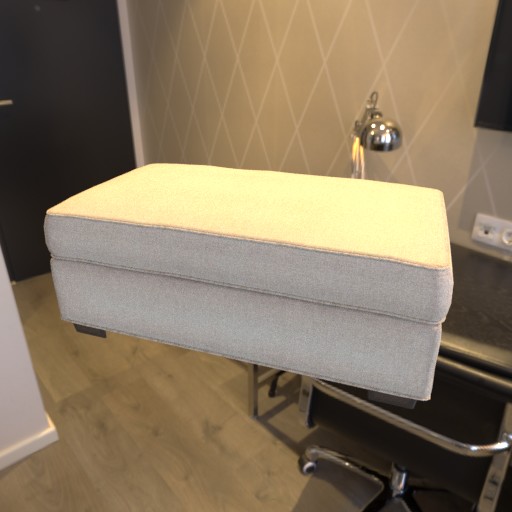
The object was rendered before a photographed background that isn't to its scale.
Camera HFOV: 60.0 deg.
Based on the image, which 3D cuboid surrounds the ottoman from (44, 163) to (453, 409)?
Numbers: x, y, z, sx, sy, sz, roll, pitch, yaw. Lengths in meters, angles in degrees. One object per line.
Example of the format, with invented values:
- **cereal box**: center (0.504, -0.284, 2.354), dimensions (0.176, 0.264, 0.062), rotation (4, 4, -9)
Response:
- **ottoman**: center (0.000, 0.000, 1.411), dimensions (1.097, 0.448, 0.617), rotation (9, 27, 17)
